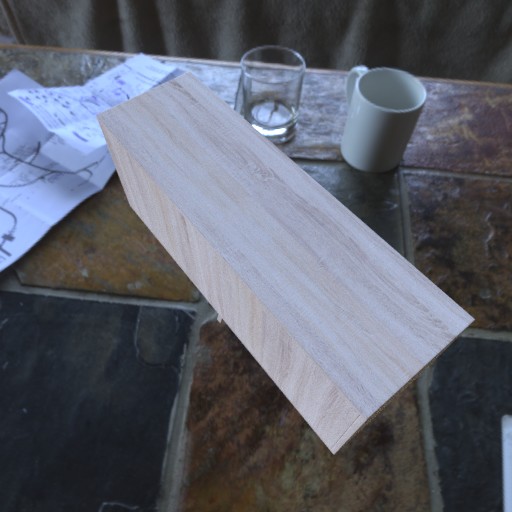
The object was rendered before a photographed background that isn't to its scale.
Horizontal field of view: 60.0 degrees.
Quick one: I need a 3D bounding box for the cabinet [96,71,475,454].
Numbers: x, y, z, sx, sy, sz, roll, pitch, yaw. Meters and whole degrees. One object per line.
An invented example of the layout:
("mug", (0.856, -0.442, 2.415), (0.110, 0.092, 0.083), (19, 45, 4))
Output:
("cabinet", (0.000, 0.000, 2.023), (0.500, 0.780, 1.650), (-34, 64, -19))
